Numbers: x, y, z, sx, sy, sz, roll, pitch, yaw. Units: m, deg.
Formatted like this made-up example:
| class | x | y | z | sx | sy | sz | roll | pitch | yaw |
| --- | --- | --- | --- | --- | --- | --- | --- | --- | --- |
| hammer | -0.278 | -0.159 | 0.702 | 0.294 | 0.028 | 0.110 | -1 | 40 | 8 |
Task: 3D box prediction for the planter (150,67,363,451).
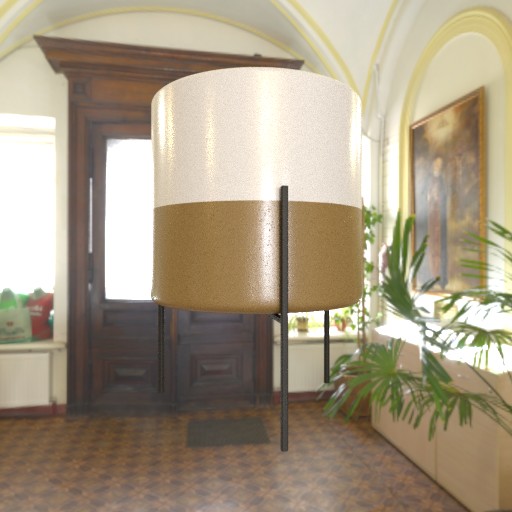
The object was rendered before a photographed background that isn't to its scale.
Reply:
| class | x | y | z | sx | sy | sz | roll | pitch | yaw |
| --- | --- | --- | --- | --- | --- | --- | --- | --- | --- |
| planter | 0.000 | 0.000 | 0.654 | 0.310 | 0.432 | 0.310 | 0 | 0 | 34 |
